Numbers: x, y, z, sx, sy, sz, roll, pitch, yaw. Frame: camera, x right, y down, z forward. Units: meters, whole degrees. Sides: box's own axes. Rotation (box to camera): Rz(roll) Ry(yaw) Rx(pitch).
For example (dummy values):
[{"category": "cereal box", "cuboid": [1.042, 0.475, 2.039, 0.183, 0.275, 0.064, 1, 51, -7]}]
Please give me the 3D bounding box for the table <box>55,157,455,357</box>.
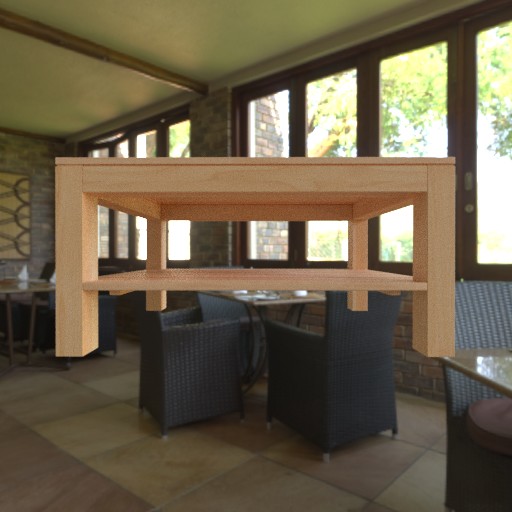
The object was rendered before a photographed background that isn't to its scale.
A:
[{"category": "table", "cuboid": [0.000, 0.000, 1.447, 0.900, 0.450, 0.900, 0, 0, 0]}]
